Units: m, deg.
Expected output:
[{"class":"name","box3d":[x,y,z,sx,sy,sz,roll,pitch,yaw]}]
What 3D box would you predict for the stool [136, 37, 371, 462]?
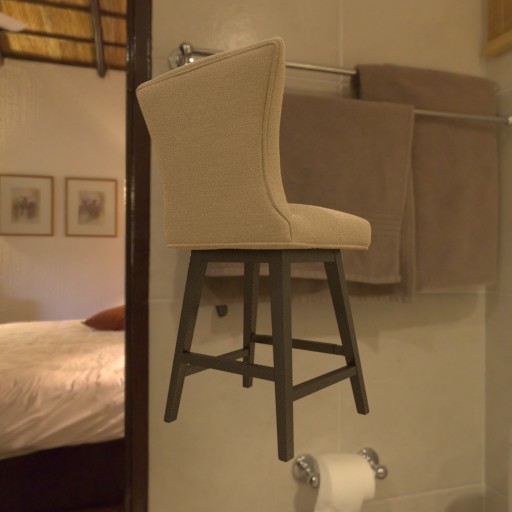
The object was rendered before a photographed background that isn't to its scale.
[{"class":"stool","box3d":[0.000,0.000,1.337,0.514,1.000,0.574,0,0,37]}]
